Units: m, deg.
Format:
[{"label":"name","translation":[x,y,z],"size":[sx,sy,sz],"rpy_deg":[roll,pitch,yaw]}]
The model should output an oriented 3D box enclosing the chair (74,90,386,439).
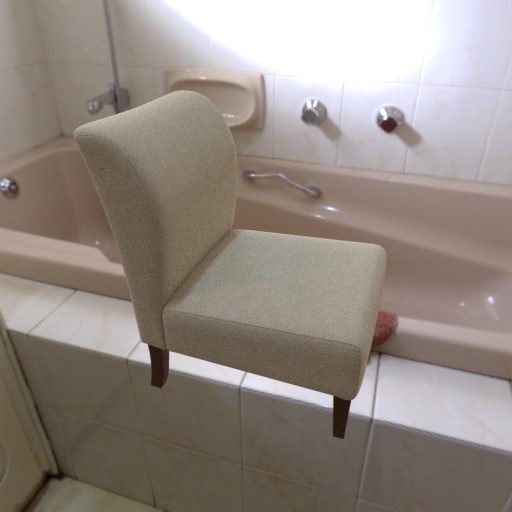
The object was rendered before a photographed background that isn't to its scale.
[{"label":"chair","translation":[0.000,0.000,1.339],"size":[0.754,0.833,0.521],"rpy_deg":[11,32,17]}]
